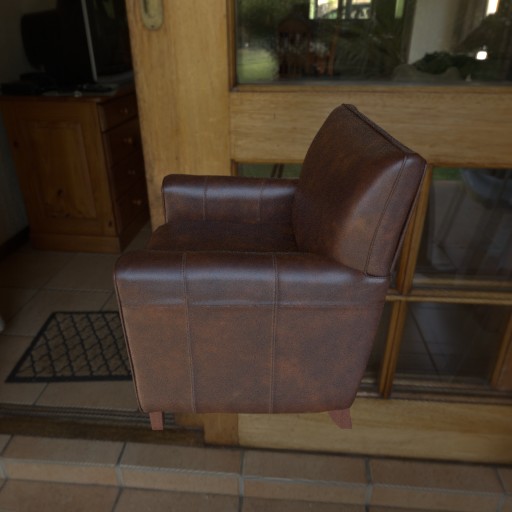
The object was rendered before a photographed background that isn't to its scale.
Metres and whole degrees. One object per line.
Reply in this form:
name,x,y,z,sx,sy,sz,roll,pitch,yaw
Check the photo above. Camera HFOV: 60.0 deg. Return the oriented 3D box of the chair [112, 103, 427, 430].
chair,0.000,0.000,1.602,0.823,0.943,0.870,0,27,-1
